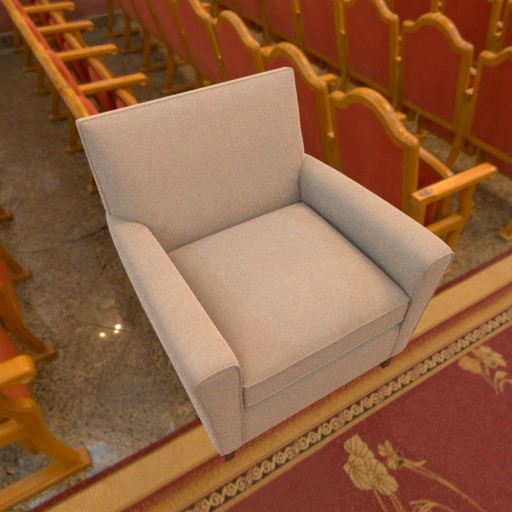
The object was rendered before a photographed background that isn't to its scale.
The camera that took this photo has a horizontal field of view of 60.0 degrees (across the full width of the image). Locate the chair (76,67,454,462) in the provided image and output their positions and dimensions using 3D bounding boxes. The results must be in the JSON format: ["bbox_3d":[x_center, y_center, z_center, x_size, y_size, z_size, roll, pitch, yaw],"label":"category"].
[{"bbox_3d":[0.000,0.000,1.508,0.840,0.846,0.871,-23,50,-21],"label":"chair"}]
